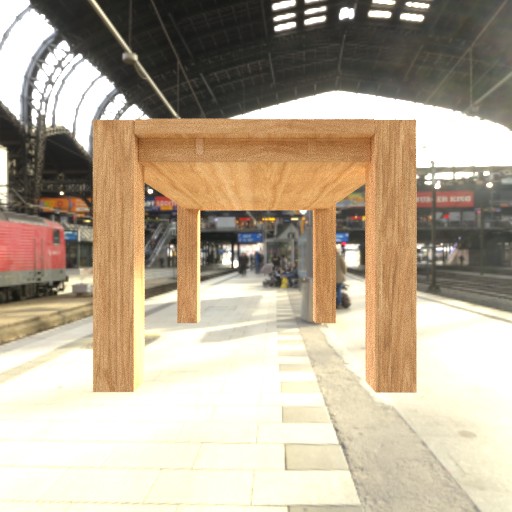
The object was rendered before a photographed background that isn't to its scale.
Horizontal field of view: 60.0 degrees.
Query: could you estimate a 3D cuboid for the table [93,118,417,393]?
[{"bbox_3d":[0.000,0.000,1.928,0.900,0.760,1.400,0,0,0],"label":"table"}]
